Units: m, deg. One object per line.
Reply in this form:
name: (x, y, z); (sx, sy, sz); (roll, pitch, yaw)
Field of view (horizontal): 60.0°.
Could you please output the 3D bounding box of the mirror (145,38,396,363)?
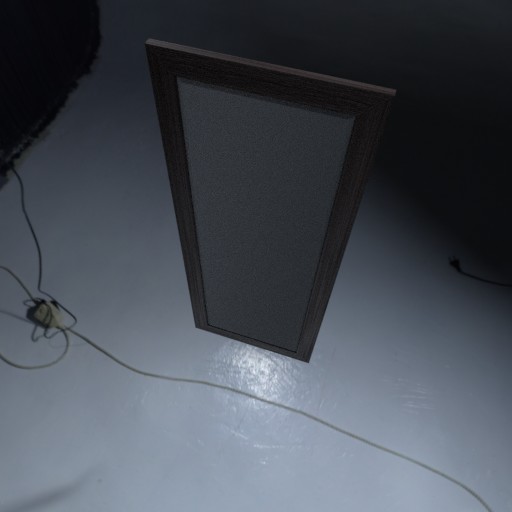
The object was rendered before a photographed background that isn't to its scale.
mirror: (0.000, 0.000, 2.203); (0.812, 2.020, 0.221); (16, 60, 9)
